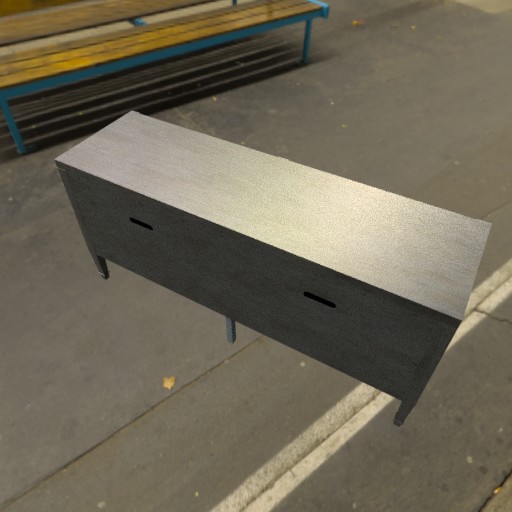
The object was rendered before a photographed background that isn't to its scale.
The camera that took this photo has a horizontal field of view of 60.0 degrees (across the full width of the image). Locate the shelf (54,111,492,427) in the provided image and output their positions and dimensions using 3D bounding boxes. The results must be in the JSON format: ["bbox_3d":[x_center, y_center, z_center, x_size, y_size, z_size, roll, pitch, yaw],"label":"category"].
[{"bbox_3d":[0.000,0.000,1.886,1.575,0.719,0.479,22,50,20],"label":"shelf"}]
